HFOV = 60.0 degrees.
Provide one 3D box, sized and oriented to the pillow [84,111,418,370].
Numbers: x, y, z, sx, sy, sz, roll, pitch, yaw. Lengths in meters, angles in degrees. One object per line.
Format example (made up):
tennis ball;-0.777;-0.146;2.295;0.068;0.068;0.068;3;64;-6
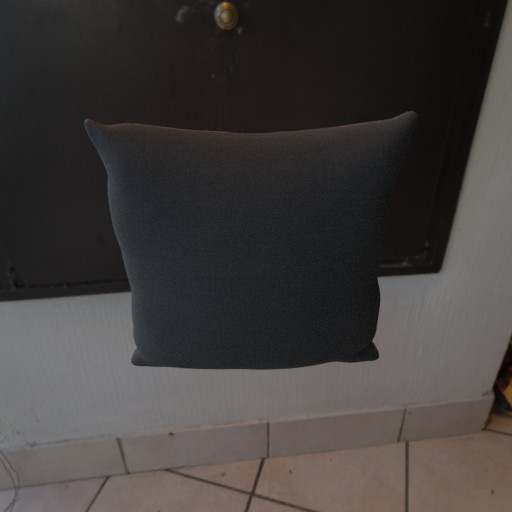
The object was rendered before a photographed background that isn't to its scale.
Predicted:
pillow;0.000;0.000;0.779;0.503;0.496;0.208;-1;31;-2
